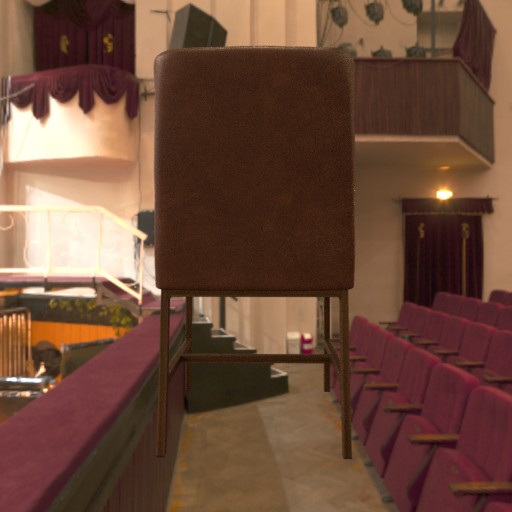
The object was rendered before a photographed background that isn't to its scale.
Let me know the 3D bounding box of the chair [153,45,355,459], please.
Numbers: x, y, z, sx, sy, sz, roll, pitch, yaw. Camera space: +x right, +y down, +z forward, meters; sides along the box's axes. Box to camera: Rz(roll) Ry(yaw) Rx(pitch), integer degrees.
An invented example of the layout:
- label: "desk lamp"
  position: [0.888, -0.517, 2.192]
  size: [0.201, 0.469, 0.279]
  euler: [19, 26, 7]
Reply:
- label: "chair"
  position: [0.000, 0.000, 1.214]
  size: [0.508, 0.889, 0.587]
  euler: [0, 0, 1]
